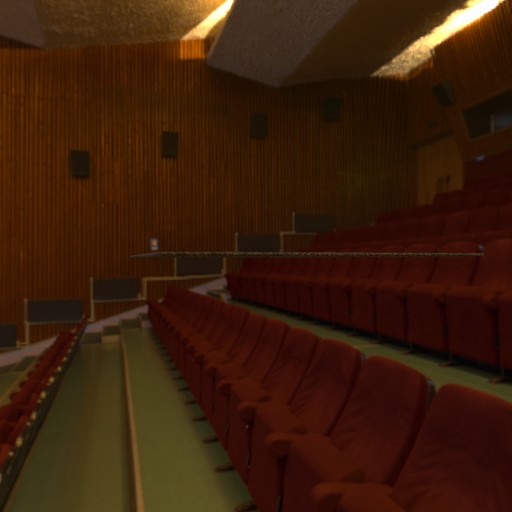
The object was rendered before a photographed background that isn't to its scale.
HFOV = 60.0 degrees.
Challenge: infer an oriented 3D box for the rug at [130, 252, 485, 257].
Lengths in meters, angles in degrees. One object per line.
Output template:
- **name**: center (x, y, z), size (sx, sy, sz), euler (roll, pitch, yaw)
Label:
- **rug**: center (0.000, 0.000, 2.217), size (1.139, 0.010, 1.754), euler (0, 0, -18)
